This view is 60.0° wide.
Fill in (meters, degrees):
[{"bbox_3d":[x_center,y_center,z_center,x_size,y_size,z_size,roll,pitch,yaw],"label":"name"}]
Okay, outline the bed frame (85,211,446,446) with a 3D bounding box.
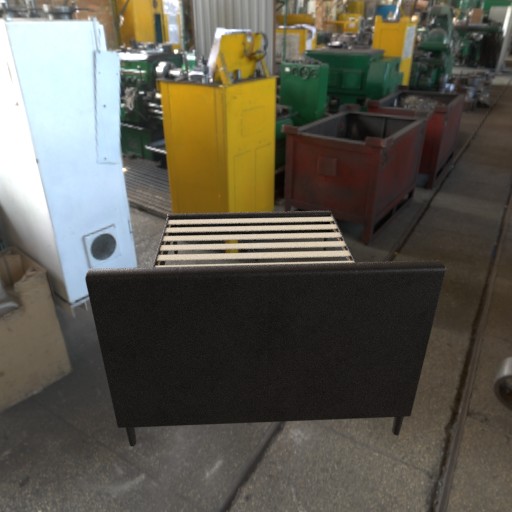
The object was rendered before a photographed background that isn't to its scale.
[{"bbox_3d":[0.000,0.000,2.977,1.469,1.046,2.152,-1,29,-2],"label":"bed frame"}]
